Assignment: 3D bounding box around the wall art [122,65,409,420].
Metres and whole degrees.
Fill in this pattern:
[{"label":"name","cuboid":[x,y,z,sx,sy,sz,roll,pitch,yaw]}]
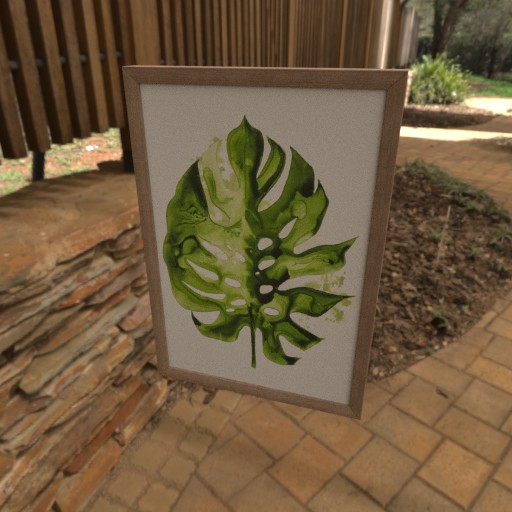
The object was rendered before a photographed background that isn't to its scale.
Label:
[{"label":"wall art","cuboid":[0.000,0.000,0.650,0.356,0.509,0.031,8,27,16]}]
